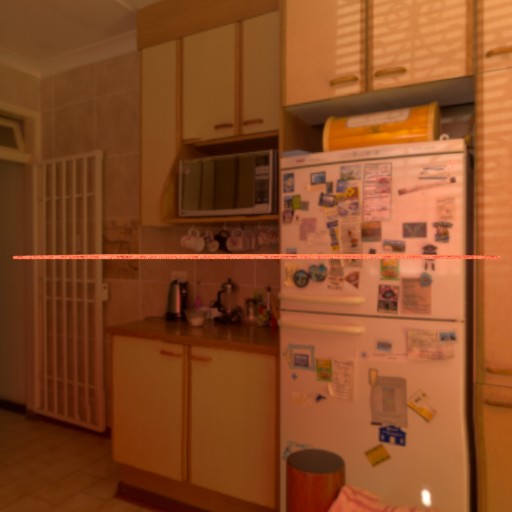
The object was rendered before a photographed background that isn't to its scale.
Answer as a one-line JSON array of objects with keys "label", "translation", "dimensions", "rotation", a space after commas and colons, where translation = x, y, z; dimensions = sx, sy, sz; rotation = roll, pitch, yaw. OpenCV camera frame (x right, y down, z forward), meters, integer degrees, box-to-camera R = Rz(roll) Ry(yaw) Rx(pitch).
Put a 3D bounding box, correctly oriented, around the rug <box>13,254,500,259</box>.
[{"label": "rug", "translation": [0.000, 0.000, 2.972], "dimensions": [2.438, 0.015, 1.524], "rotation": [0, 1, -2]}]
